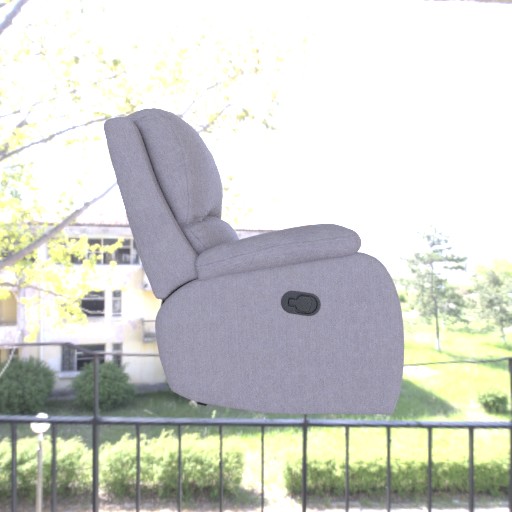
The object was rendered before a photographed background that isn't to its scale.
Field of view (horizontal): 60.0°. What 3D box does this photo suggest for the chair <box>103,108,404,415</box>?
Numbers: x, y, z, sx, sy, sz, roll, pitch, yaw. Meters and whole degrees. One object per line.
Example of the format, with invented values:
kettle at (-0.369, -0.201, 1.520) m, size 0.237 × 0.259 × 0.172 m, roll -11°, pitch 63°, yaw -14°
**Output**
chair at (0.000, 0.000, 1.723) m, size 0.899 × 1.011 × 0.930 m, roll 0°, pitch 0°, yaw 0°
